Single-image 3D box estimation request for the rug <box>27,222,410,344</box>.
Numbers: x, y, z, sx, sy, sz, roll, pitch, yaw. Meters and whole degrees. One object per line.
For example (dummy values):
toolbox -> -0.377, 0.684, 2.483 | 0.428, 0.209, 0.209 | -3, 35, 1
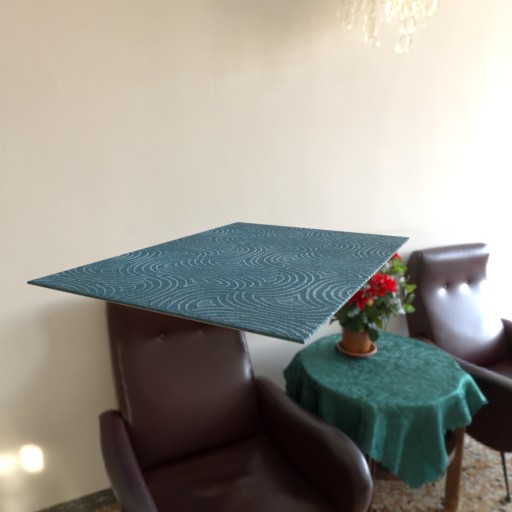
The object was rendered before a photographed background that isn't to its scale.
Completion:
rug -> 0.000, 0.000, 2.856 | 1.543, 0.015, 2.144 | 7, 16, 27
